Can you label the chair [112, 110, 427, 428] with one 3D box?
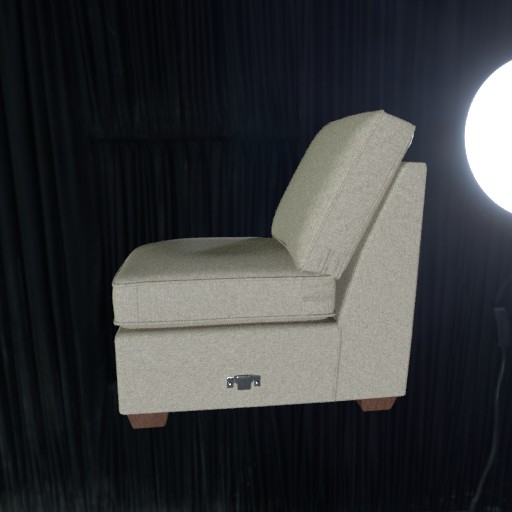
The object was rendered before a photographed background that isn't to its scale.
[{"bbox_3d":[0.000,0.000,1.737,1.020,1.058,0.674,-2,13,-7],"label":"chair"}]
